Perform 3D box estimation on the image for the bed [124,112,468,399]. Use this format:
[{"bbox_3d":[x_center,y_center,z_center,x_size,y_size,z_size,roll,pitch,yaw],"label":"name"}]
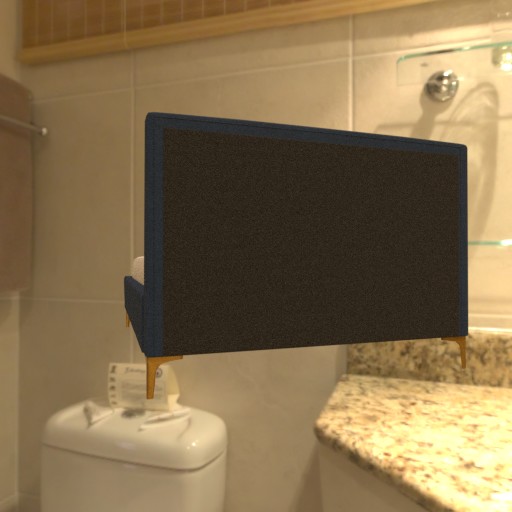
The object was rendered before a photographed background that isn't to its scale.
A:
[{"bbox_3d":[0.000,0.000,3.146,1.723,1.231,2.172,0,-1,-19],"label":"bed"}]
